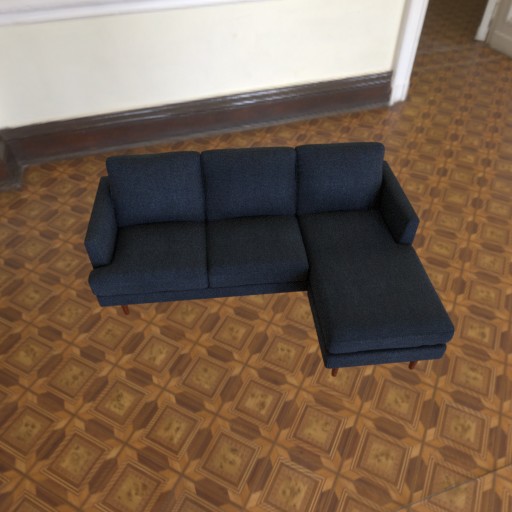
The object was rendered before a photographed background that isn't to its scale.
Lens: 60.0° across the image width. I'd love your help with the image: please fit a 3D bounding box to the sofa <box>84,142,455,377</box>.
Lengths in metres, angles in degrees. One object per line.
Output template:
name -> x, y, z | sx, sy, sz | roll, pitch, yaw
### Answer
sofa -> 0.000, 0.000, 3.041 | 2.233, 0.956, 1.504 | -4, 45, -4
